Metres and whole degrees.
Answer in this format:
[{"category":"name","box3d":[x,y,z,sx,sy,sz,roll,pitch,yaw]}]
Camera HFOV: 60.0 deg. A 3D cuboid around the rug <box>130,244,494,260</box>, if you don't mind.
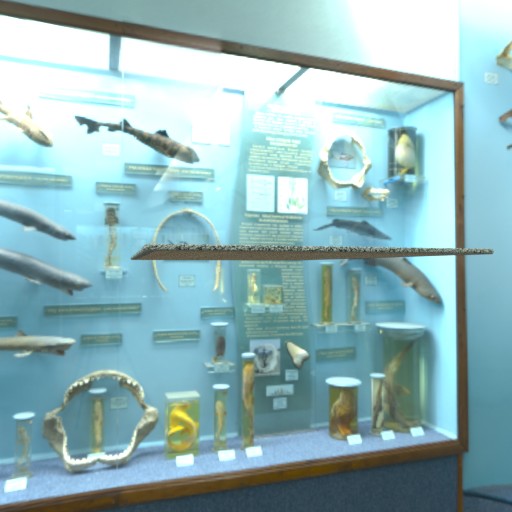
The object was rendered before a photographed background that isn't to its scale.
[{"category":"rug","box3d":[0.000,0.000,3.361,1.778,0.030,2.743,0,-1,-17]}]
